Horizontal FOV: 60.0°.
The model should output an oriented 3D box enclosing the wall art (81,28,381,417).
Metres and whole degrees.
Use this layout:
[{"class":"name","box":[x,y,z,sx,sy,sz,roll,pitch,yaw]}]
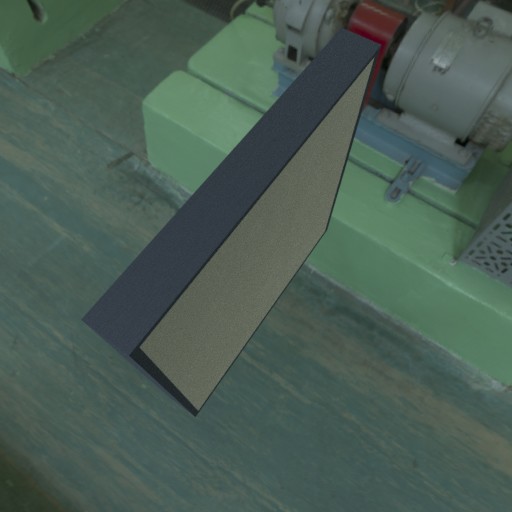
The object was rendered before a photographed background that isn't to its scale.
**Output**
[{"class":"wall art","box":[0.000,0.000,0.439,0.036,0.300,0.302,32,68,14]}]
